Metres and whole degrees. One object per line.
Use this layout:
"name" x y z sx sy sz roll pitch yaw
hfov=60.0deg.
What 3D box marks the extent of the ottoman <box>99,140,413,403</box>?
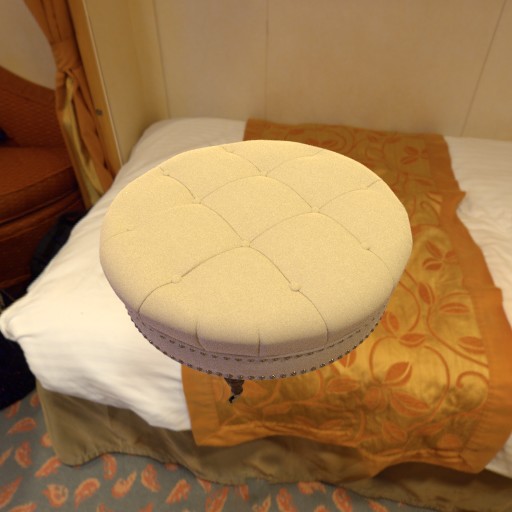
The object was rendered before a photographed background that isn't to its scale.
"ottoman" 0.000 0.000 1.407 0.901 0.439 0.901 0 42 0
